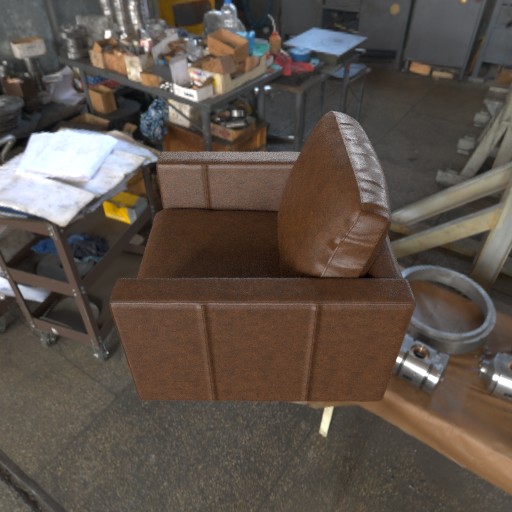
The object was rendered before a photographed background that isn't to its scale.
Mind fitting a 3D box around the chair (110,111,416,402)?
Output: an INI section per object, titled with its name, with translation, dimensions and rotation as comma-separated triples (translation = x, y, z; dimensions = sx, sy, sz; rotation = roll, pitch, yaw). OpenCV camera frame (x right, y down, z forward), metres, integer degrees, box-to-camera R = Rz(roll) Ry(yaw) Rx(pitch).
[chair]
translation = 0.000, 0.000, 1.716
dimensions = 0.909, 0.956, 0.890
rotation = 0, 41, 0
